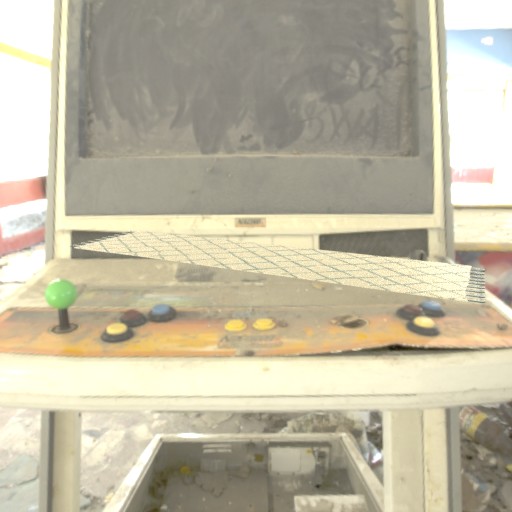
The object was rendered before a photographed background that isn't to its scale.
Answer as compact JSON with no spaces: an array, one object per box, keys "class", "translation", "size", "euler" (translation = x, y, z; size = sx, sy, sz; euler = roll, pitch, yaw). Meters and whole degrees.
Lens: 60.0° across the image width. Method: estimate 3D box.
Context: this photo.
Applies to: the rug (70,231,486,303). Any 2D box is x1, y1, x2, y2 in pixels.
[{"class":"rug","translation":[0.000,0.000,2.565],"size":[2.372,0.008,0.620],"euler":[7,16,25]}]
